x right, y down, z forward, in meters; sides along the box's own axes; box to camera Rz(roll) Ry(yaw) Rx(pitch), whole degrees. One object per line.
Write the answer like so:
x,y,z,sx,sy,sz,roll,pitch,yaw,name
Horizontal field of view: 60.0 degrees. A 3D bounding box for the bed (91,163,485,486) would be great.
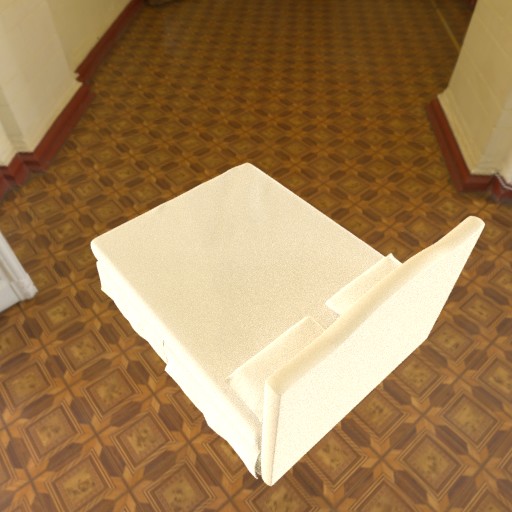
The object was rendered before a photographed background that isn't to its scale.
0.000,0.000,3.337,1.821,1.436,2.282,-32,55,-26,bed
